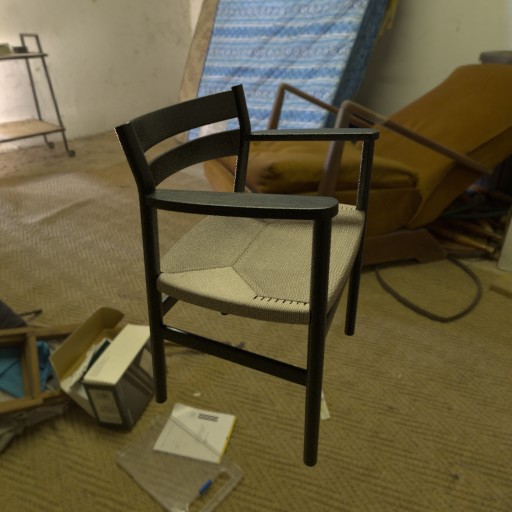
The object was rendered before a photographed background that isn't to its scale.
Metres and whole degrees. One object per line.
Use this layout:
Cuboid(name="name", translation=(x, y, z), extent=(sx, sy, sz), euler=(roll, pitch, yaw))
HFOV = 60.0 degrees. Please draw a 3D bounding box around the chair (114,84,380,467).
Cuboid(name="chair", translation=(0.000, 0.000, 1.169), extent=(0.508, 0.775, 0.630), euler=(10, 30, 18))
